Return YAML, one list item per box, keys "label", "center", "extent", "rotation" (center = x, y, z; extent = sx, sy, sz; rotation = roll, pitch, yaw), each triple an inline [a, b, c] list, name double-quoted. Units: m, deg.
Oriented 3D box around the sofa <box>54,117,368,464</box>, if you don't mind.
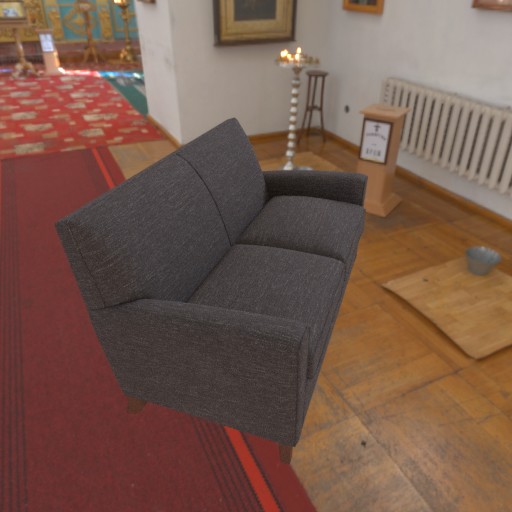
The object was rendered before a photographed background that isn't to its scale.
- label: "sofa"
  center: [0.000, 0.000, 2.088]
  extent: [0.867, 0.905, 1.509]
  rotation: [10, 32, 17]
